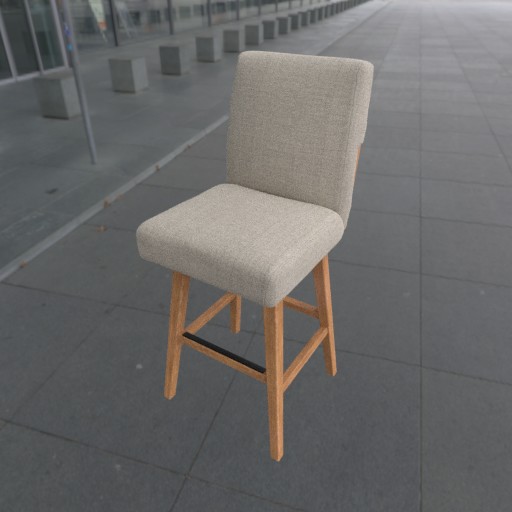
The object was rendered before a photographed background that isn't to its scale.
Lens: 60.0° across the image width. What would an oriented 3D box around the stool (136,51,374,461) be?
[{"bbox_3d":[0.000,0.000,1.390,0.483,1.106,0.569,18,36,27],"label":"stool"}]
